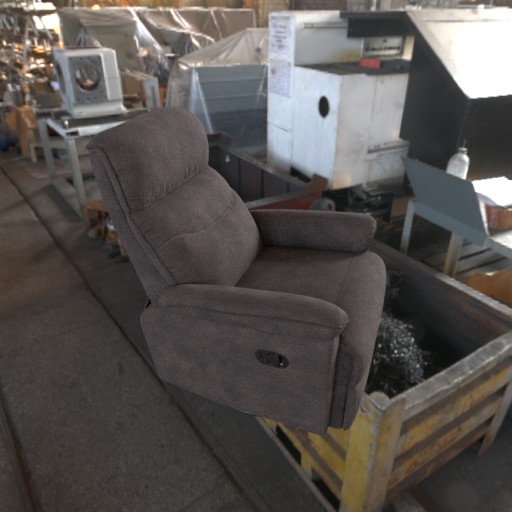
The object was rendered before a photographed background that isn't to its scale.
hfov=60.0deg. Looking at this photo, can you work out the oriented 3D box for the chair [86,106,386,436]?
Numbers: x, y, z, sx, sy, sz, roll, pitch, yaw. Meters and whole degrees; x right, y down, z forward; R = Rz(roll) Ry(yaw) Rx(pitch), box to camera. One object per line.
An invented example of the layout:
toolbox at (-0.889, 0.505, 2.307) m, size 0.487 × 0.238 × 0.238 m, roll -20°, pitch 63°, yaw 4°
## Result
chair at (0.000, 0.000, 1.748) m, size 1.009 × 1.035 × 0.830 m, roll 10°, pitch 31°, yaw 18°
